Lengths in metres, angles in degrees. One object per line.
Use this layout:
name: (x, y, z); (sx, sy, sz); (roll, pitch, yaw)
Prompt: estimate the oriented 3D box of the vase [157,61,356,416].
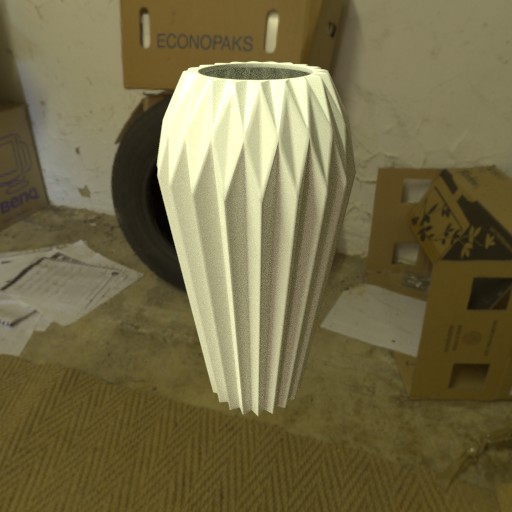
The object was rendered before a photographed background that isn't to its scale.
vase: (0.000, 0.000, 0.337); (0.133, 0.263, 0.133); (0, 31, 0)
